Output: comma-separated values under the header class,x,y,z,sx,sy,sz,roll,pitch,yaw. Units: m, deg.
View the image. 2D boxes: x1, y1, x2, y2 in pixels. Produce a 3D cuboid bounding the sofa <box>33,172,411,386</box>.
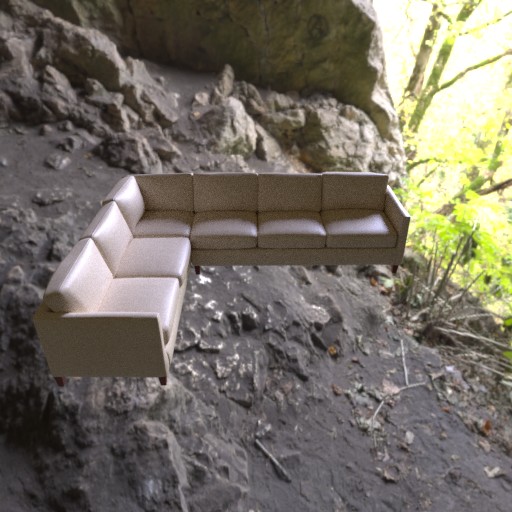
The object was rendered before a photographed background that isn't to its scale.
class,x,y,z,sx,sy,sz,roll,pitch,yaw
sofa,0.000,0.000,4.415,3.302,0.947,2.593,0,31,-1
